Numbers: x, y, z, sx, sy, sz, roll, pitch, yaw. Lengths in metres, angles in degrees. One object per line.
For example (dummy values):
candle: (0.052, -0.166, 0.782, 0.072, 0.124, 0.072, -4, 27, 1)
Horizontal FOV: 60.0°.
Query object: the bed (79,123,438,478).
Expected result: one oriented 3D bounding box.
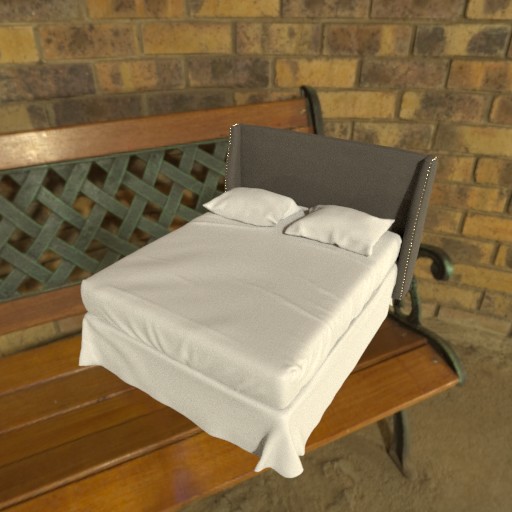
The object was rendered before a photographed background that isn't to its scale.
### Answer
bed: (0.000, 0.000, 3.374, 1.925, 1.332, 2.276, 18, 35, 28)
